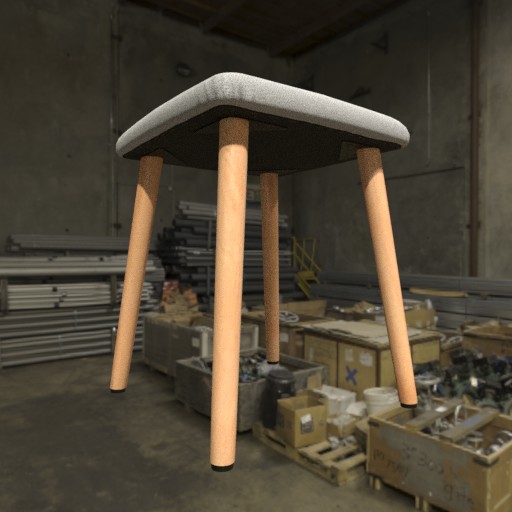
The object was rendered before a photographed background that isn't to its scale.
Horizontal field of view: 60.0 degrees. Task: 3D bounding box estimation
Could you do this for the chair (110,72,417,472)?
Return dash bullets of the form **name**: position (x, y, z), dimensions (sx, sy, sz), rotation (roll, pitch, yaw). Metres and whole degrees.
- **chair**: position (0.000, 0.000, 0.682), dimensions (0.350, 0.440, 0.350), rotation (0, 0, -36)
